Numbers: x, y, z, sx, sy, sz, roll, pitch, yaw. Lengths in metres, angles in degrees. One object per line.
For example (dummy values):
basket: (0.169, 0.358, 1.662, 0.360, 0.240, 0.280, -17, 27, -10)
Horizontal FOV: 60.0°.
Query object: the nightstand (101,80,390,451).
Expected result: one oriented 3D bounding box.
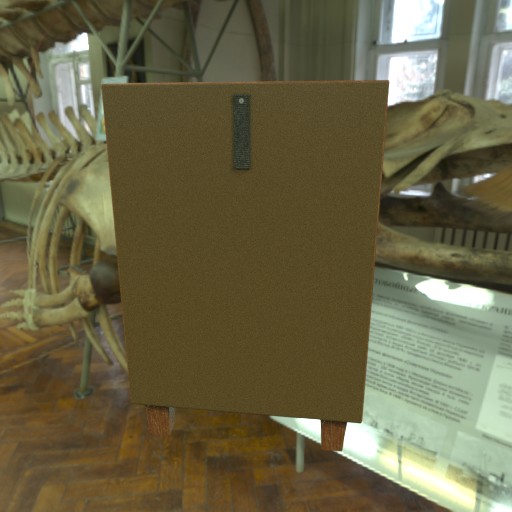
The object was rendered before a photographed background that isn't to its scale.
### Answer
nightstand: (0.000, 0.000, 0.993, 0.465, 0.695, 0.410, 2, 17, 7)
